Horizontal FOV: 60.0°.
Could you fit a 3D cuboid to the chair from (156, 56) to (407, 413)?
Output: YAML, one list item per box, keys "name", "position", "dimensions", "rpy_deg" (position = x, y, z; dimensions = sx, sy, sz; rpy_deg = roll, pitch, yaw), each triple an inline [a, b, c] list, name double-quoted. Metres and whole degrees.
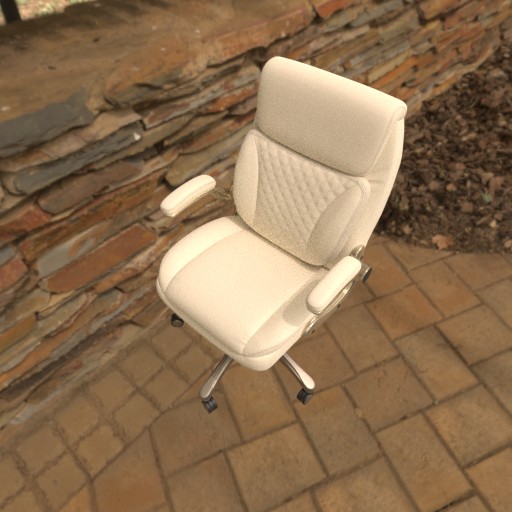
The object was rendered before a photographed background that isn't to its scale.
- name: "chair"
  position: [0.000, 0.000, 1.613]
  dimensions: [0.740, 1.110, 0.794]
  rpy_deg: [30, 54, 25]
